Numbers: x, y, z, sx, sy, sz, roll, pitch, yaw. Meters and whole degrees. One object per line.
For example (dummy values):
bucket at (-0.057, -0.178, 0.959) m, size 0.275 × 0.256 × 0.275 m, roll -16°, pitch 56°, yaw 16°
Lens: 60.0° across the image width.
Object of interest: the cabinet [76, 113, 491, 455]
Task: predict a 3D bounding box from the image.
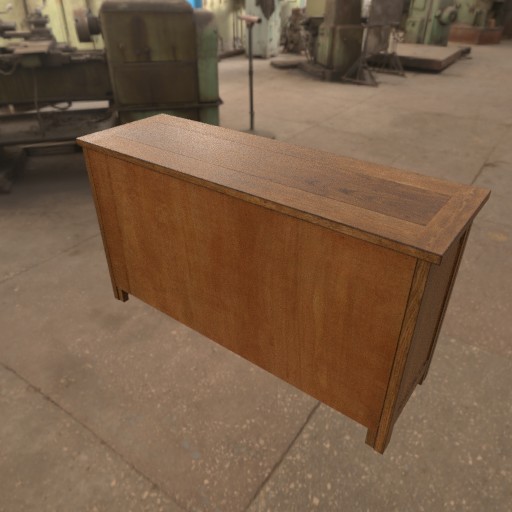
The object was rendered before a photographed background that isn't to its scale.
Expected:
cabinet at (0.000, 0.000, 1.807) m, size 1.474 × 0.813 × 0.480 m, roll 22°, pitch 39°, yaw 31°
